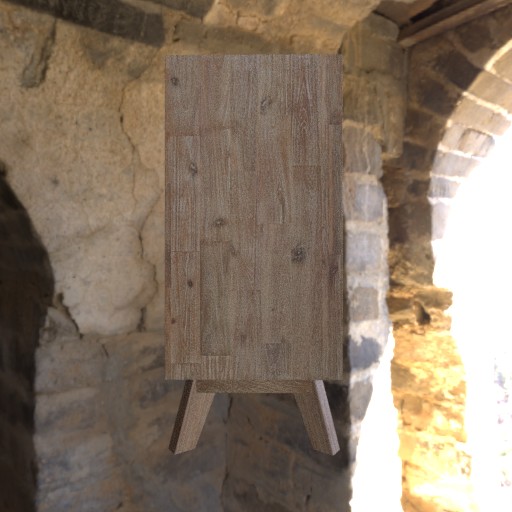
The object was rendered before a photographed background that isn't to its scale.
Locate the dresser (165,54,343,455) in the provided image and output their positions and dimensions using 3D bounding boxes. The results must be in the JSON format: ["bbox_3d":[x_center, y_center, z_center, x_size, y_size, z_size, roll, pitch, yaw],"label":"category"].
[{"bbox_3d":[0.000,0.000,1.632,0.455,1.029,0.998,0,0,1],"label":"dresser"}]
